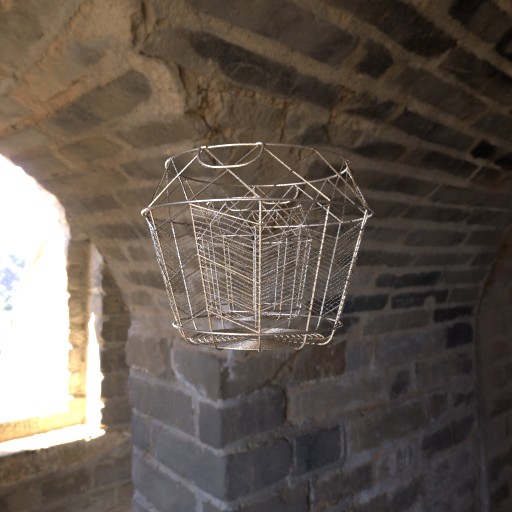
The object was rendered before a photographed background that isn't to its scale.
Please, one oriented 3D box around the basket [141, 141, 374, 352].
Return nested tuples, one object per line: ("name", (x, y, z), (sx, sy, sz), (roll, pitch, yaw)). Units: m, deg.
("basket", (0.000, 0.000, 1.062), (0.451, 0.343, 0.805), (0, -2, -1))
